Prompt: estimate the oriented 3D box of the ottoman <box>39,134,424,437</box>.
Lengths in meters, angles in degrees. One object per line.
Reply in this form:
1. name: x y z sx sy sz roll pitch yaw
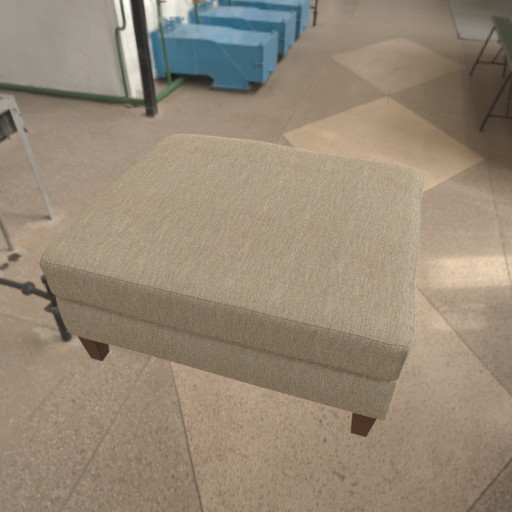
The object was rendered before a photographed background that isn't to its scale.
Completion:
1. ottoman: 0.000 0.000 1.472 0.976 0.492 0.836 12 42 13
